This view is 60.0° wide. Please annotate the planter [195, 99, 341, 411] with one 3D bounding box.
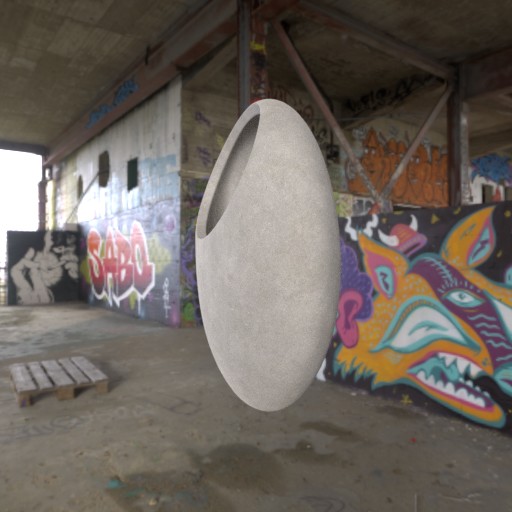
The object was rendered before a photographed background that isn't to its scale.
[{"bbox_3d":[0.000,0.000,0.282,0.071,0.188,0.185,0,-1,-17],"label":"planter"}]
